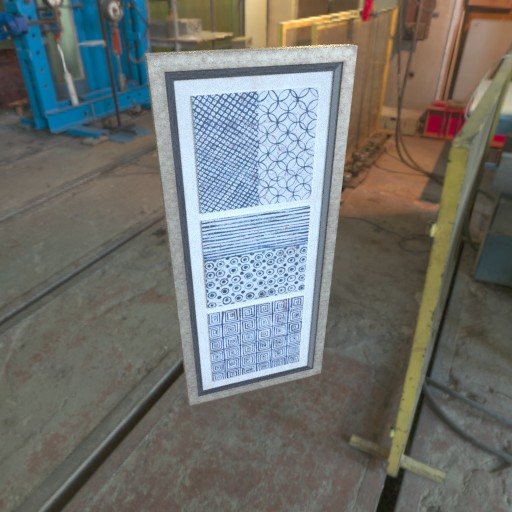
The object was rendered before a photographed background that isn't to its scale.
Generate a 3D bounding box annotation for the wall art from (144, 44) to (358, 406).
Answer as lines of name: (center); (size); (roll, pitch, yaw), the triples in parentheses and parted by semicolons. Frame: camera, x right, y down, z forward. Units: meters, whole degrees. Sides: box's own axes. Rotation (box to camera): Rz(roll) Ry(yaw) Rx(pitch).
wall art: (0.000, 0.000, 1.713); (0.648, 1.461, 0.051); (-10, 34, -14)
